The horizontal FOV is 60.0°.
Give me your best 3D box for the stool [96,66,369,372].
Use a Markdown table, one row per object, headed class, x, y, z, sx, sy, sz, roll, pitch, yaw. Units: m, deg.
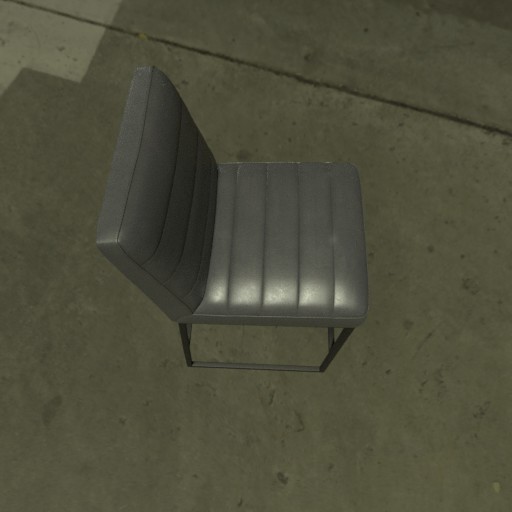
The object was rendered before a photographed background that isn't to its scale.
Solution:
| class | x | y | z | sx | sy | sz | roll | pitch | yaw |
| --- | --- | --- | --- | --- | --- | --- | --- | --- | --- |
| stool | 0.000 | 0.000 | 1.260 | 0.552 | 0.938 | 0.457 | 2 | 63 | 1 |
